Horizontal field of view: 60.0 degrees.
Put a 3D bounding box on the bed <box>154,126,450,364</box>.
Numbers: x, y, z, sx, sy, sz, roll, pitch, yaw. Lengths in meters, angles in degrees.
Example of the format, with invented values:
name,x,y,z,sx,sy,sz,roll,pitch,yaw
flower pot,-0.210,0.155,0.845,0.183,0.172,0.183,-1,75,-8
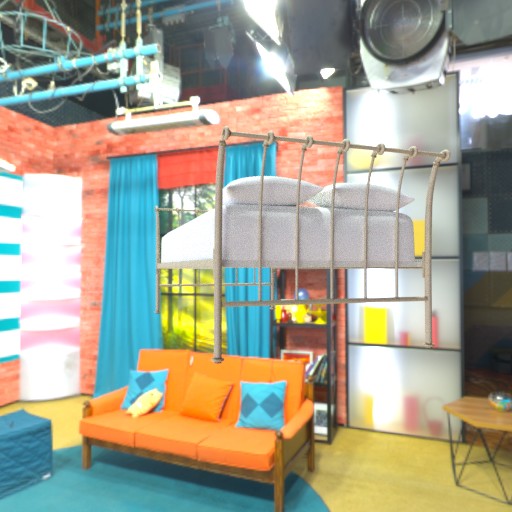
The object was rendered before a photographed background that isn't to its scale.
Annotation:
name,x,y,z,sx,sy,sz,roll,pitch,yaw
bed,0.000,0.000,2.774,1.032,0.873,2.228,1,-2,-19
